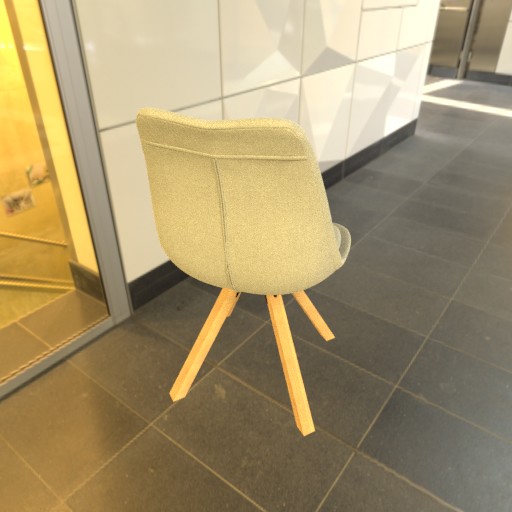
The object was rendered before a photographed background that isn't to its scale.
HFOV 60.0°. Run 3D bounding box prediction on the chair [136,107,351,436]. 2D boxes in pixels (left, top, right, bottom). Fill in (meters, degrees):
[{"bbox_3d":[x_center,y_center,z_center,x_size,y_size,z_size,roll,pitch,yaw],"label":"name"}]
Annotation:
[{"bbox_3d":[0.000,0.000,1.177,0.474,0.863,0.549,10,33,15],"label":"chair"}]
